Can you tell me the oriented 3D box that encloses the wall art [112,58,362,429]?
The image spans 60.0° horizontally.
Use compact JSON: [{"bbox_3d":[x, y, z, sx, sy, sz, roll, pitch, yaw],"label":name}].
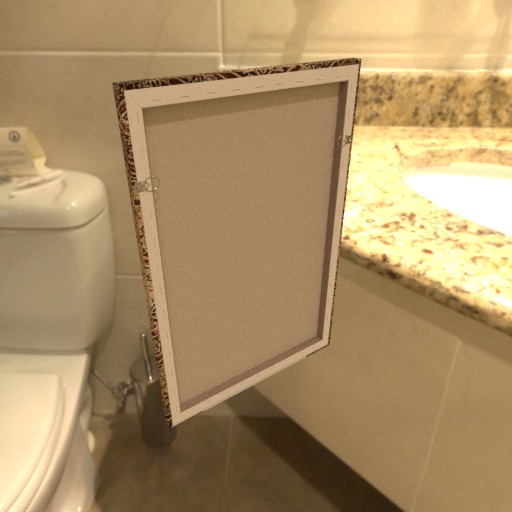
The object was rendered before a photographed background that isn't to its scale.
[{"bbox_3d":[0.000,0.000,0.763,0.397,0.599,0.020,-20,36,-29],"label":"wall art"}]
